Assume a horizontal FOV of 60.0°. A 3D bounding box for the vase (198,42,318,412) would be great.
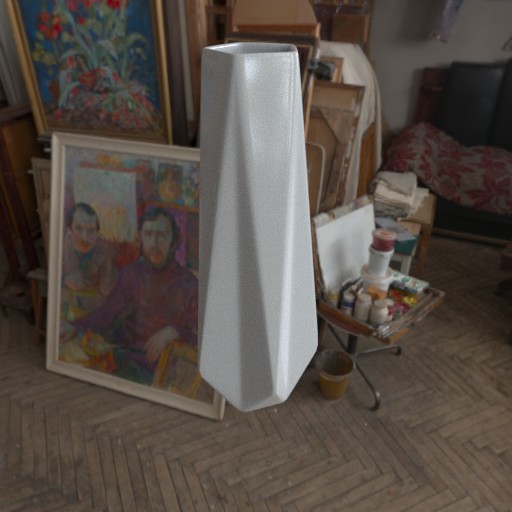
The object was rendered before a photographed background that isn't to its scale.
[{"bbox_3d":[0.000,0.000,0.386,0.122,0.329,0.116,-9,33,-15],"label":"vase"}]
